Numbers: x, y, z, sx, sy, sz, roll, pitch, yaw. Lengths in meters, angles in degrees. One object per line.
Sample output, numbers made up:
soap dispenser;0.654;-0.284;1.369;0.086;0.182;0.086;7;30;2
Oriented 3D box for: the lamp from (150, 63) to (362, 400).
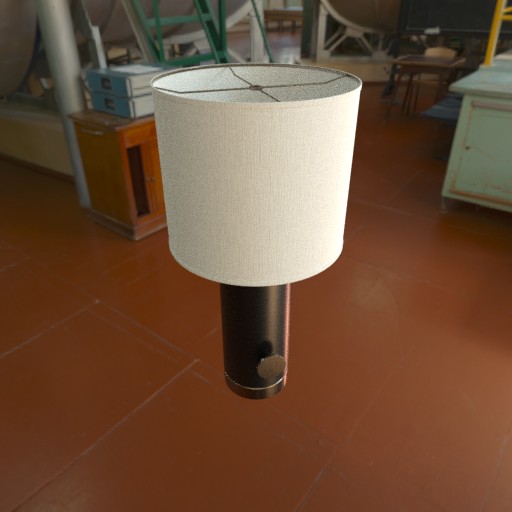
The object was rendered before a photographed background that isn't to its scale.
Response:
lamp;0.000;0.000;0.640;0.241;0.482;0.240;-10;33;-16
